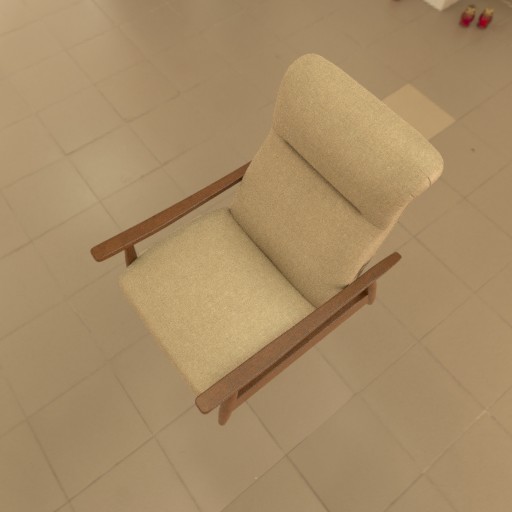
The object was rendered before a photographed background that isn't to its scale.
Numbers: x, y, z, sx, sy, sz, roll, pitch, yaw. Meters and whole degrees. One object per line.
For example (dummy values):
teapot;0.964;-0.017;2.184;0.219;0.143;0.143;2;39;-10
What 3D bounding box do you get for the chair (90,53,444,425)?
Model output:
chair;0.000;0.000;1.777;1.030;1.082;0.762;-35;69;-16
